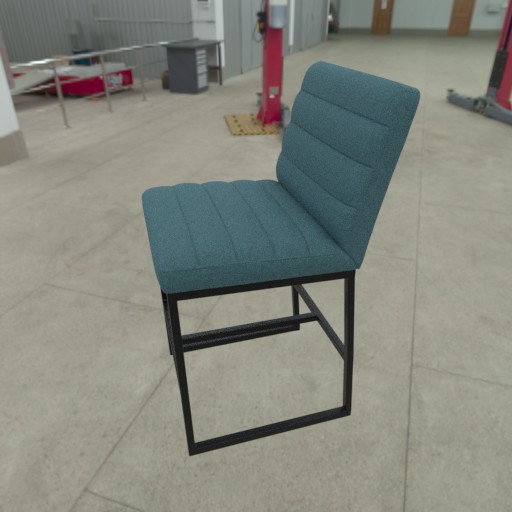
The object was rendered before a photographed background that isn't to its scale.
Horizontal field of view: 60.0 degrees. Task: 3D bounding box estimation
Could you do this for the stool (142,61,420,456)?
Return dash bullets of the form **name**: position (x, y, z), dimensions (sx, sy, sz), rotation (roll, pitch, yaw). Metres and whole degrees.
- **stool**: position (0.000, 0.000, 1.221), dimensions (0.560, 0.940, 0.460), rotation (-8, 31, -14)
